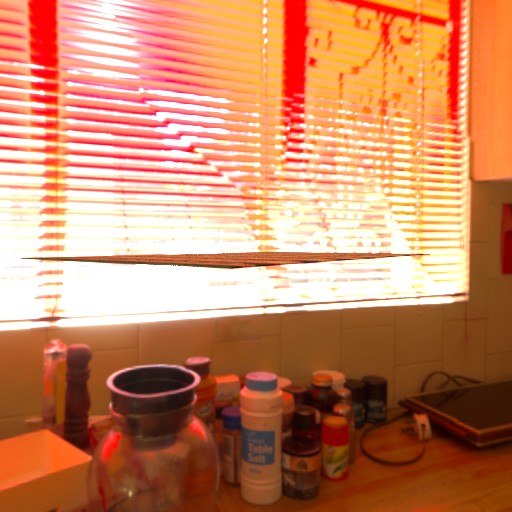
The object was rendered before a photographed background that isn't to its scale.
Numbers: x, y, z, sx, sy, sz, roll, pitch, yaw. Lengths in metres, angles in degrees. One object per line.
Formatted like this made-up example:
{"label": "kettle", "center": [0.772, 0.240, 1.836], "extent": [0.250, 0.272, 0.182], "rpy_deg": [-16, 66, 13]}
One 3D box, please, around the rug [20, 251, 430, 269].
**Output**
{"label": "rug", "center": [0.000, 0.000, 2.285], "extent": [1.221, 0.009, 1.825], "rpy_deg": [1, 2, 37]}
